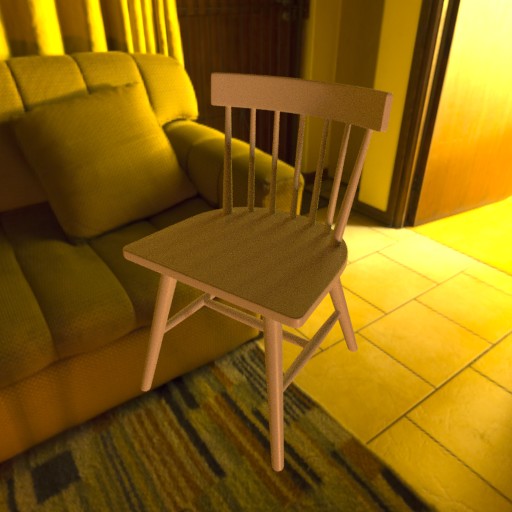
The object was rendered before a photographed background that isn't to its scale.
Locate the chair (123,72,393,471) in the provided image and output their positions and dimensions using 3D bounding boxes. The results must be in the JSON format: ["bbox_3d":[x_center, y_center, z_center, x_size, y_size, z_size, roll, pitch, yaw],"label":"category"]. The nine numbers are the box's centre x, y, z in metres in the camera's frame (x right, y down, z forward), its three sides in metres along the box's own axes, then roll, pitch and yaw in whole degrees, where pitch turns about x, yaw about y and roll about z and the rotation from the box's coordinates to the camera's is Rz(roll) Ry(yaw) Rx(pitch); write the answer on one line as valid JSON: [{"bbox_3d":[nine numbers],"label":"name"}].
[{"bbox_3d":[0.000,0.000,1.118,0.483,0.787,0.500,19,36,28],"label":"chair"}]
